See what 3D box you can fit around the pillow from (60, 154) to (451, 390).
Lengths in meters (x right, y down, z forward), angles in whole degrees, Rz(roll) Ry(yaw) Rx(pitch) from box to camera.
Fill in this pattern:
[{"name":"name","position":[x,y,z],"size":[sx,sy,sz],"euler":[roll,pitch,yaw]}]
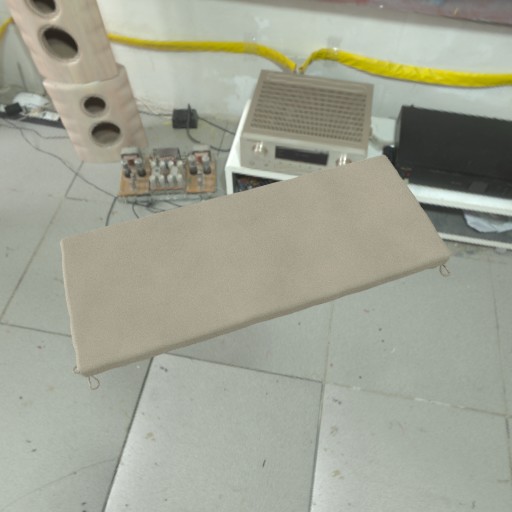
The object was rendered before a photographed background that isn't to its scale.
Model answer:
[{"name":"pillow","position":[0.000,0.000,1.392],"size":[1.187,0.081,0.492],"euler":[-16,60,-10]}]
